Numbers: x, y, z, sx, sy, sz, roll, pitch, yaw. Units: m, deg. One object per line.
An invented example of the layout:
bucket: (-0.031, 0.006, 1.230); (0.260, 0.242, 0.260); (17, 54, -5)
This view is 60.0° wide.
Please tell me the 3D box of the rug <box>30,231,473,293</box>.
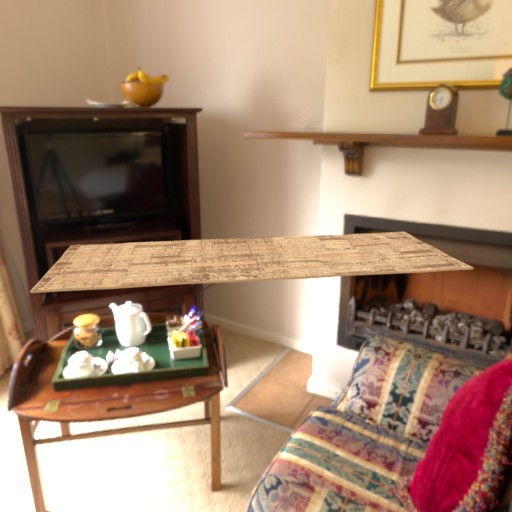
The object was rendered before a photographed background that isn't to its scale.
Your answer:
rug: (0.000, 0.000, 2.747); (2.383, 0.018, 0.857); (-3, 17, -8)
